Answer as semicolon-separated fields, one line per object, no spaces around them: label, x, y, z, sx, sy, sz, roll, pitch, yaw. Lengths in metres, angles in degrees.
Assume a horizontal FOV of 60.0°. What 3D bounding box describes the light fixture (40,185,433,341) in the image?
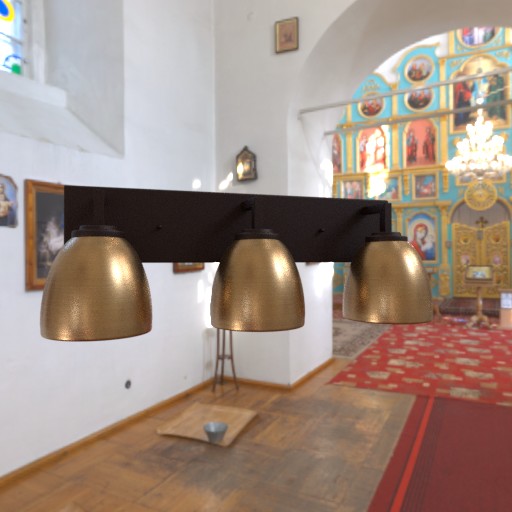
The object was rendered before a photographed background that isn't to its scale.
light fixture;0.000;0.000;0.661;0.582;0.204;0.157;0;0;-18
